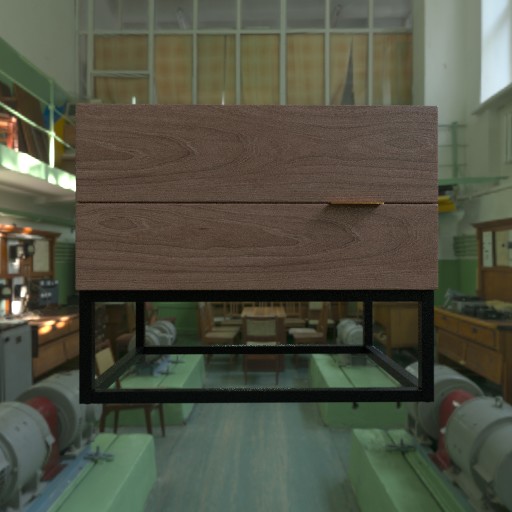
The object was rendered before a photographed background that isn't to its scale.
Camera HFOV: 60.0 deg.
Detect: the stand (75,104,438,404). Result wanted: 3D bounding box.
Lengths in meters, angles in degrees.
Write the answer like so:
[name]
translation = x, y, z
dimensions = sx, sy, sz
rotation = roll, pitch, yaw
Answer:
[stand]
translation = 0.000, 0.000, 0.927
dimensions = 0.600, 0.500, 0.420
rotation = 0, 0, -1
